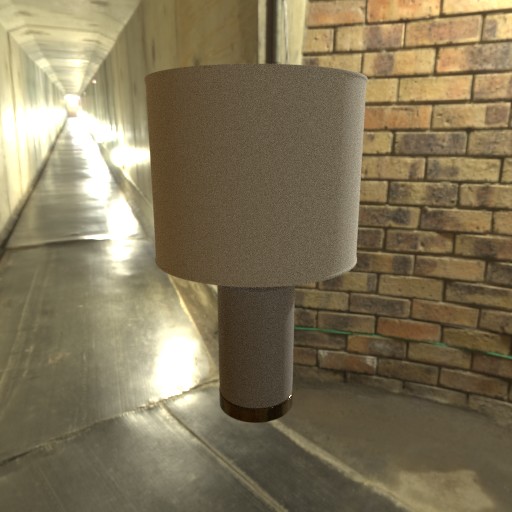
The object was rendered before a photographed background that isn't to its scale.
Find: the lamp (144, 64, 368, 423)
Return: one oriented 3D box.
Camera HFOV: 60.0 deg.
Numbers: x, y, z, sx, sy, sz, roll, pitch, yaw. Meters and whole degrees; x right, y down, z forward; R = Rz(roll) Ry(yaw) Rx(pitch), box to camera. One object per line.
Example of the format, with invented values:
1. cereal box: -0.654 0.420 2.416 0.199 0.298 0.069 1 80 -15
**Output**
1. lamp: 0.000 0.000 0.516 0.229 0.380 0.229 0 15 0
